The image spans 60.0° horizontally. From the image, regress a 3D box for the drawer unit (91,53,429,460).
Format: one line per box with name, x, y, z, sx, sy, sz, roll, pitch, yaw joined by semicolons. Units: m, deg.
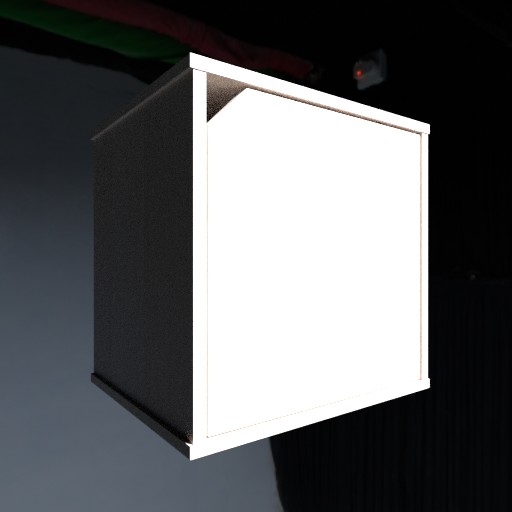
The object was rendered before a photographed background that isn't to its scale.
drawer unit;0.000;0.000;0.593;0.349;0.344;0.290;0;0;-36
